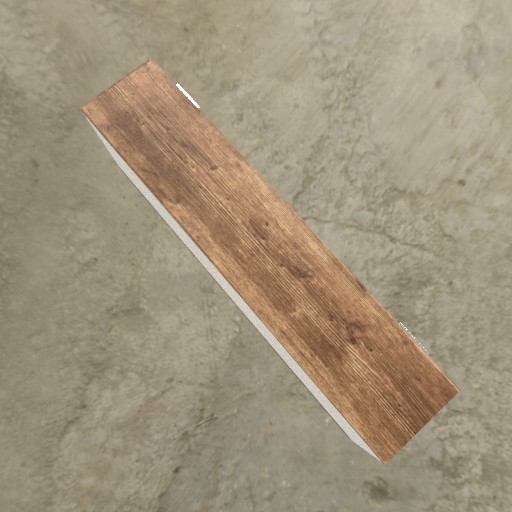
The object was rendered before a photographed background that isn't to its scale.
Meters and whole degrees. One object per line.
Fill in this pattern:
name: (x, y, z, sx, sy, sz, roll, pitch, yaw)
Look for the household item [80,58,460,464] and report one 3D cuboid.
household item: (0.000, 0.000, 2.002, 0.390, 0.615, 1.800, -40, 79, -9)
